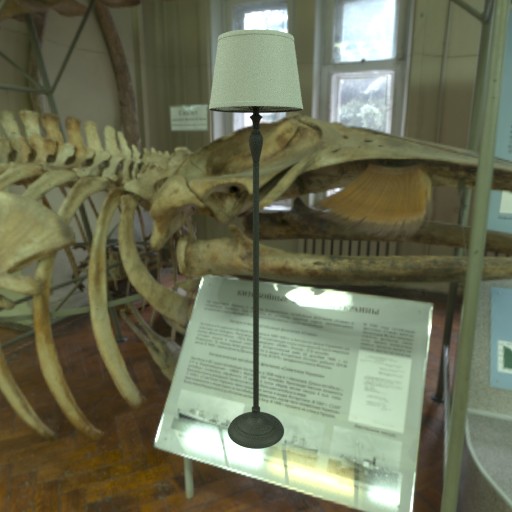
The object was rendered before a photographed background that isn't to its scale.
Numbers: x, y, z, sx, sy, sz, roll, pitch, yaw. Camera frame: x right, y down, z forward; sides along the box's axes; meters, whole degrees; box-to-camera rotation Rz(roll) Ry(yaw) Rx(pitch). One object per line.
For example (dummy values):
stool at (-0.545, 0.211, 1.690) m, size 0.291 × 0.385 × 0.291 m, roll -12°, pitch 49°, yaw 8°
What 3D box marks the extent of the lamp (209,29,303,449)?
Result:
lamp at (0.000, 0.000, 1.672) m, size 0.327 × 1.506 × 0.327 m, roll -2°, pitch 14°, yaw -9°
